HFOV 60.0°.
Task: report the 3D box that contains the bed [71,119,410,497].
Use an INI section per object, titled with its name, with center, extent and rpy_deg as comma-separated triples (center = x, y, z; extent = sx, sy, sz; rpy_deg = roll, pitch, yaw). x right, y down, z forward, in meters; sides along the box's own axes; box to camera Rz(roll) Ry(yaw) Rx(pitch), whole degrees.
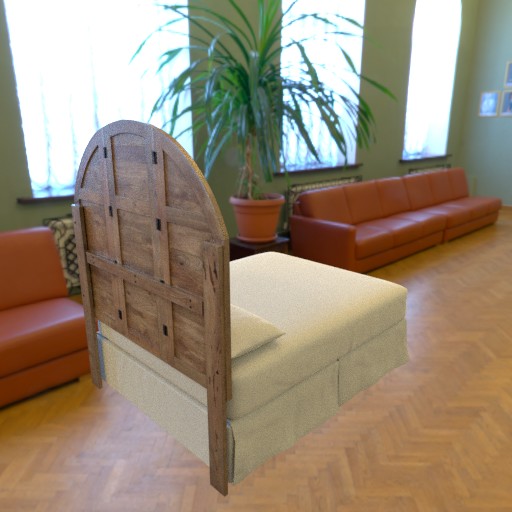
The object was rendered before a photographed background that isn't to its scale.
[bed]
center = 0.000, 0.000, 3.430
extent = 2.112, 2.002, 1.713
rpy_deg = -16, 22, -43
